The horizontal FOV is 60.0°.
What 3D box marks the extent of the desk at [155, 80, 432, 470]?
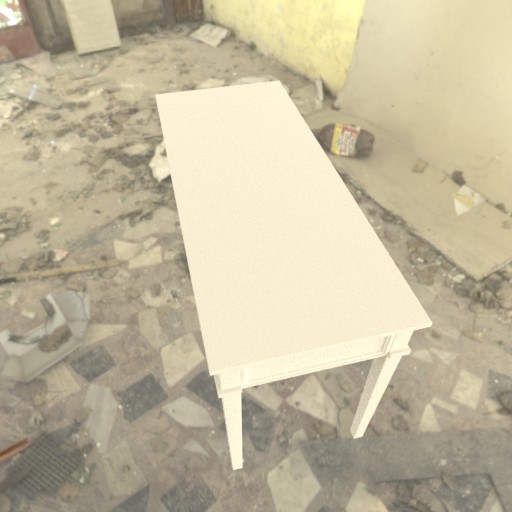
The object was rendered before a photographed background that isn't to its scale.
[{"bbox_3d":[0.000,0.000,1.787,0.559,0.774,1.372,-10,47,-10],"label":"desk"}]
